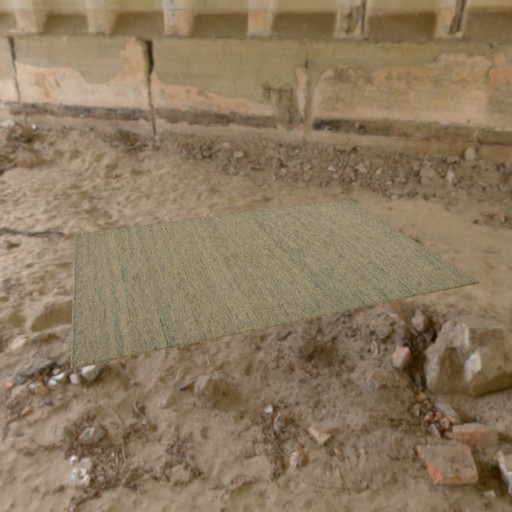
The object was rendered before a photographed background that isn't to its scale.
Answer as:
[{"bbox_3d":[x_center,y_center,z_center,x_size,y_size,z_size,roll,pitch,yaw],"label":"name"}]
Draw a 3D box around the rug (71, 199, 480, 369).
[{"bbox_3d":[0.000,0.000,2.950,2.283,0.013,1.547,-9,28,-17],"label":"rug"}]
